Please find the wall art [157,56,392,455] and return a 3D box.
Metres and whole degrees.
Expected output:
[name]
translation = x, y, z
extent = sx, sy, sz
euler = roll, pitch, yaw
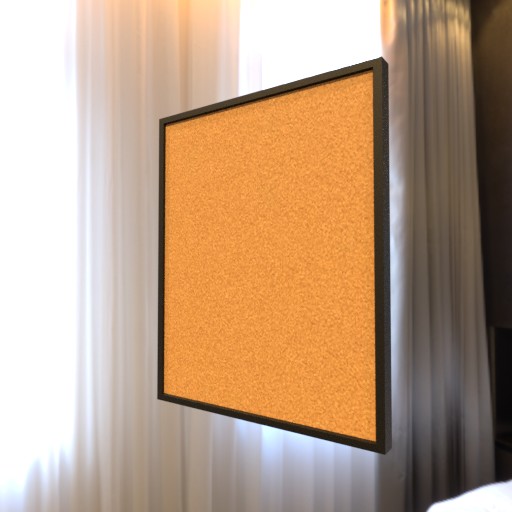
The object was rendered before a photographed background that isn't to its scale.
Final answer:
[wall art]
translation = 0.000, 0.000, 0.764
extent = 0.457, 0.559, 0.029
euler = -1, -2, 35
